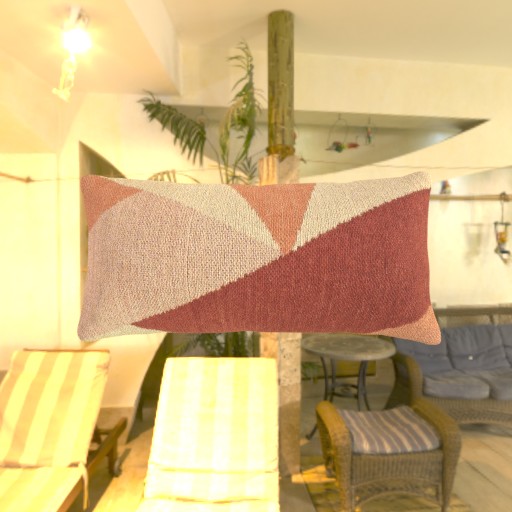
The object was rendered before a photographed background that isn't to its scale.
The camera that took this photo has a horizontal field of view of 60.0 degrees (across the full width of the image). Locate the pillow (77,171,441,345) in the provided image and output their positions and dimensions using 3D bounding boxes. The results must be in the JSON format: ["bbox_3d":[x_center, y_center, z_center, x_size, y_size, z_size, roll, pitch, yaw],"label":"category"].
[{"bbox_3d":[0.000,0.000,0.749,0.609,0.292,0.155,0,1,0],"label":"pillow"}]
